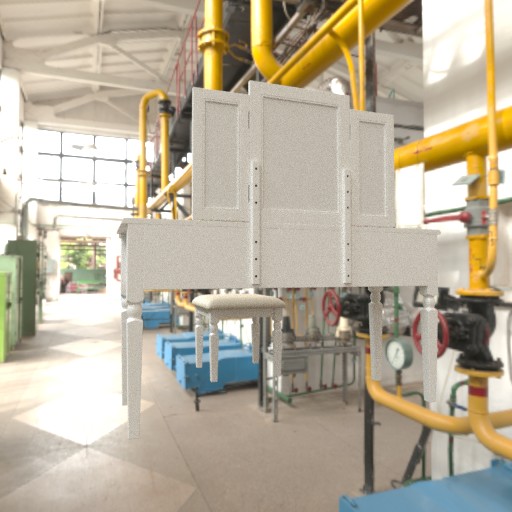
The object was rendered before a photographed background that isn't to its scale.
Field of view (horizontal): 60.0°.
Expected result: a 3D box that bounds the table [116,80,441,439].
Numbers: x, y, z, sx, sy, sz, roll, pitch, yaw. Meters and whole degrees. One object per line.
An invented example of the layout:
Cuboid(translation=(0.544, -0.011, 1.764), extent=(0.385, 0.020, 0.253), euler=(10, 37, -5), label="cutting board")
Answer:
Cuboid(translation=(0.000, 0.000, 2.263), extent=(1.369, 1.310, 1.115), euler=(1, -2, -20), label="table")
